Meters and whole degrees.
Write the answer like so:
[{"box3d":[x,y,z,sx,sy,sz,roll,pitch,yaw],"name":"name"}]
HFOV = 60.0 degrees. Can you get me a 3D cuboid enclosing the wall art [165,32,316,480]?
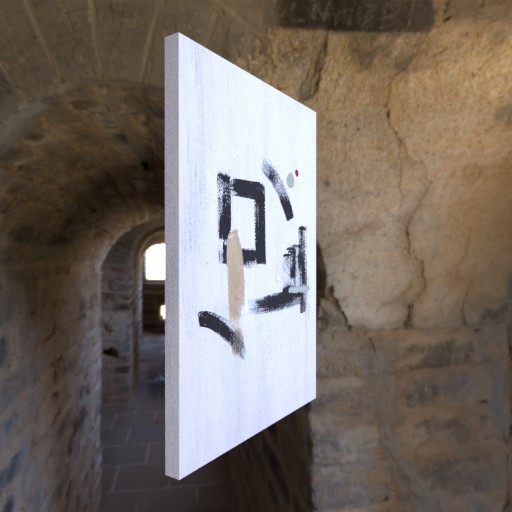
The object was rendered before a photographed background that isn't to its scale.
[{"box3d":[0.000,0.000,1.173,0.043,0.914,0.624,0,0,34],"name":"wall art"}]
